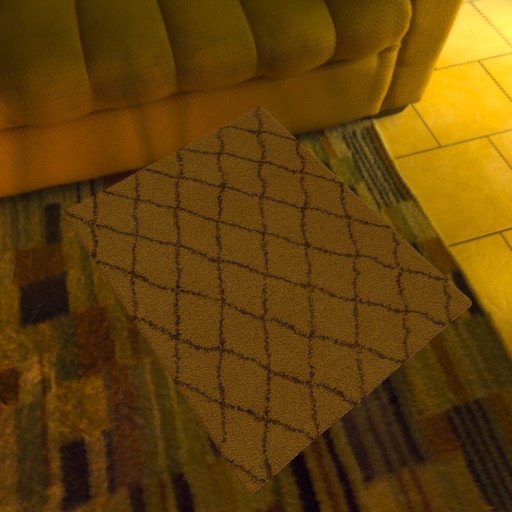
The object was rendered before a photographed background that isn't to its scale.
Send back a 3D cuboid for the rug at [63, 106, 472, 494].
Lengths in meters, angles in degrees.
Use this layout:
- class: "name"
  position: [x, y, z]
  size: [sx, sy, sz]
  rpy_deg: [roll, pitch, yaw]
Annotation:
- class: "rug"
  position: [0.000, 0.000, 4.088]
  size: [2.438, 0.029, 3.047]
  rpy_deg: [-34, 66, -17]
